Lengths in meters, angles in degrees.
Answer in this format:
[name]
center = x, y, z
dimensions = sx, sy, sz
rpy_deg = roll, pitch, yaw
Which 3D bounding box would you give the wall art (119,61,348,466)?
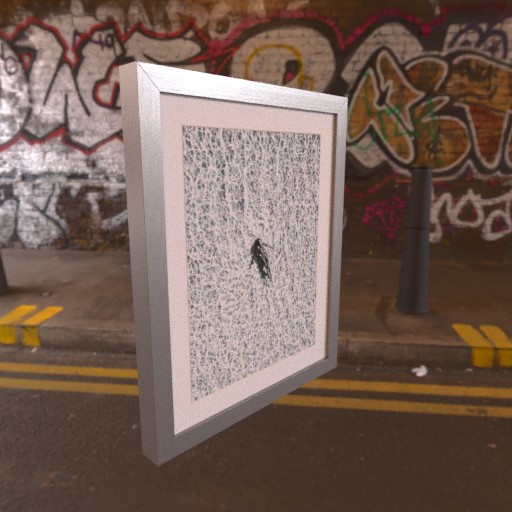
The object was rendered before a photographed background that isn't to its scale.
[wall art]
center = 0.000, 0.000, 0.520
dimensions = 0.030, 0.379, 0.308
rpy_deg = 12, 17, 44
